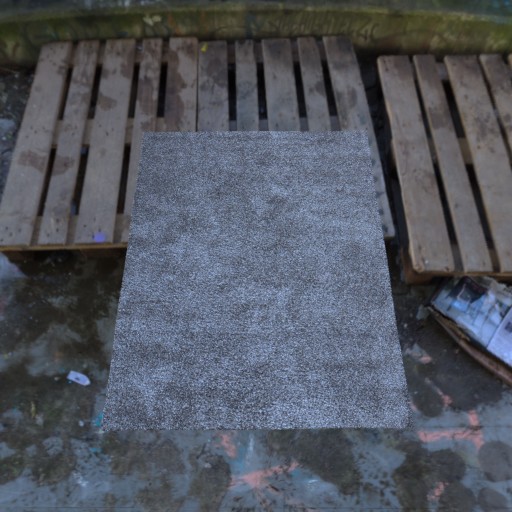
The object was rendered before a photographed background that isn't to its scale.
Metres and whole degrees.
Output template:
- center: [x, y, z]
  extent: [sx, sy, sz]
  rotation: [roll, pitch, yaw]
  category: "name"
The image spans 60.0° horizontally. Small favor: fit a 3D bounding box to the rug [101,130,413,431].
- center: [0.000, 0.000, 4.086]
  extent: [2.401, 0.025, 3.000]
  rotation: [0, 63, 0]
  category: "rug"
